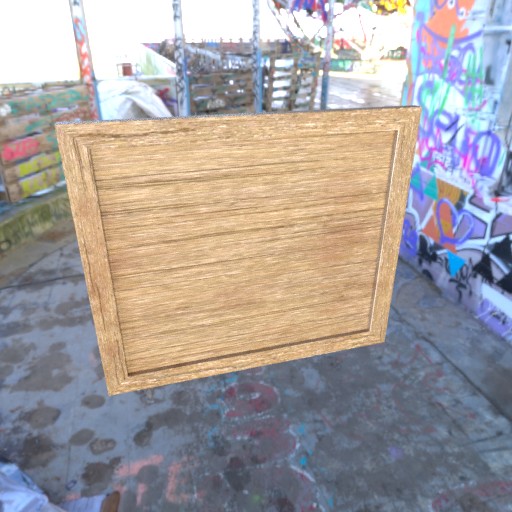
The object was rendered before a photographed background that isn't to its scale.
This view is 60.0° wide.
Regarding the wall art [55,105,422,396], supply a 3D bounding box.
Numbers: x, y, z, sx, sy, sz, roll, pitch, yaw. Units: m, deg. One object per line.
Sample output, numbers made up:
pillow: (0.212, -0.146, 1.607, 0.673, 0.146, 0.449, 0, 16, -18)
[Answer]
wall art: (0.000, 0.000, 0.950, 0.690, 0.588, 0.026, -7, 28, -14)
